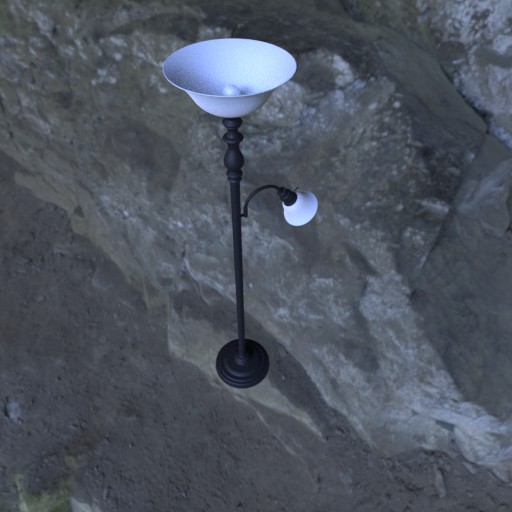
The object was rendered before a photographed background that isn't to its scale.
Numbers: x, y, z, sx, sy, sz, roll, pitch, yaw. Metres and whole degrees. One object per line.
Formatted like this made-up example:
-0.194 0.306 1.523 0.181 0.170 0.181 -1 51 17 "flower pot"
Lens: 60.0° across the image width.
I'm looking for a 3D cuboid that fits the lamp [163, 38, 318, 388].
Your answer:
0.000 0.000 2.031 0.588 1.793 0.405 -23 51 -20 "lamp"
